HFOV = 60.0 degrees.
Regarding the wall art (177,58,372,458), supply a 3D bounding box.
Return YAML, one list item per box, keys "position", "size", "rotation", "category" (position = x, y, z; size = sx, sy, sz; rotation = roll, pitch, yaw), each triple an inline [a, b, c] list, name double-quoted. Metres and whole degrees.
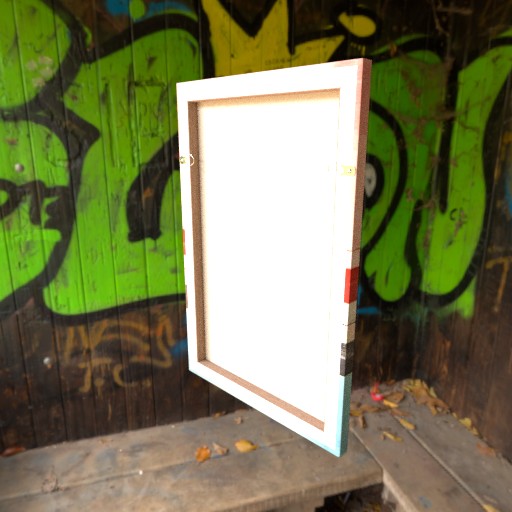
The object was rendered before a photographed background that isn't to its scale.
- position: [0.000, 0.000, 1.193]
  size: [0.610, 0.914, 0.038]
  rotation: [14, 21, 43]
  category: "wall art"
